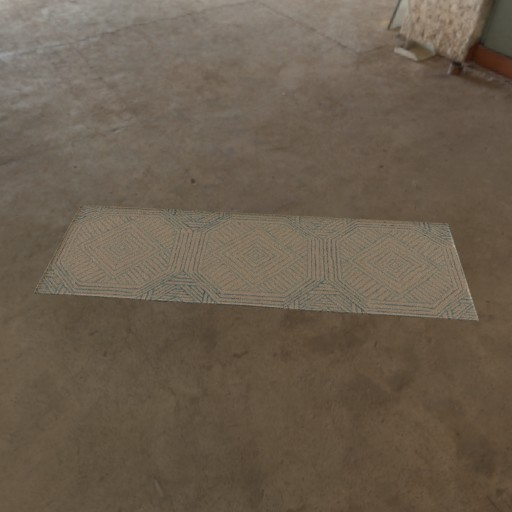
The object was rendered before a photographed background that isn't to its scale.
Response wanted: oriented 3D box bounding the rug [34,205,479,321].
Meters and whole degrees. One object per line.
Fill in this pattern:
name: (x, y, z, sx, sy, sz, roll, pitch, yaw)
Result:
rug: (0.000, 0.000, 2.695, 2.452, 0.012, 0.775, 3, 47, 3)
